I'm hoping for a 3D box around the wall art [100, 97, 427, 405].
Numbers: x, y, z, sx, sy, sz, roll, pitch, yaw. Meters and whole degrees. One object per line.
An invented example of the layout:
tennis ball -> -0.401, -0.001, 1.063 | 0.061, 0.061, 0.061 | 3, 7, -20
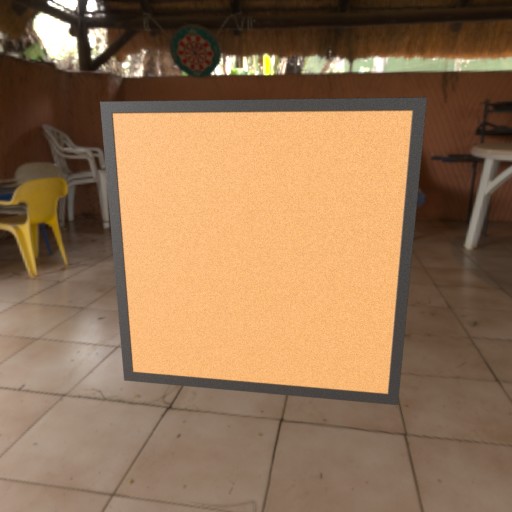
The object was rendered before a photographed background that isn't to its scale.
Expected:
wall art -> 0.000, 0.000, 0.762 | 0.506, 0.506, 0.037 | 2, 15, 9
